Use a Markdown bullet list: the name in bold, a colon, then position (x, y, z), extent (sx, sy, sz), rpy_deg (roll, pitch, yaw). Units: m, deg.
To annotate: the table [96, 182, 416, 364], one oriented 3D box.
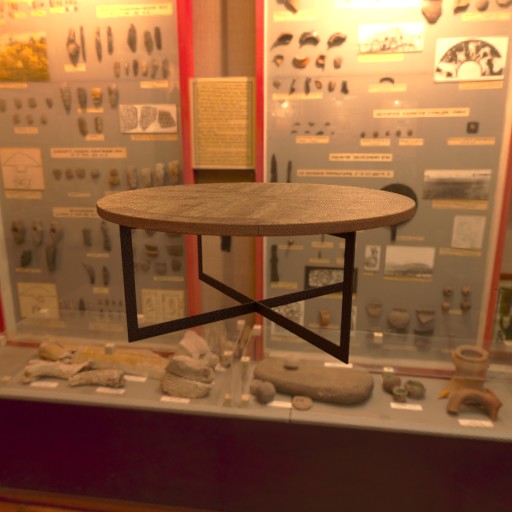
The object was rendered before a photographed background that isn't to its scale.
- **table**: position (0.000, 0.000, 1.921), extent (1.264, 0.516, 1.264), rpy_deg (0, 15, 0)
